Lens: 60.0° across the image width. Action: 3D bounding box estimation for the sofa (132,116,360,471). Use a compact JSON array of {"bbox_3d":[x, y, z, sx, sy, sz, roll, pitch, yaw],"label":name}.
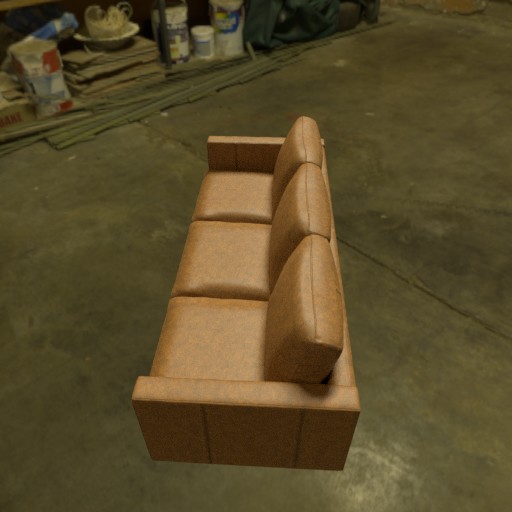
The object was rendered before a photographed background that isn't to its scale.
[{"bbox_3d":[0.000,0.000,2.650,0.903,0.930,2.231,2,41,2],"label":"sofa"}]
